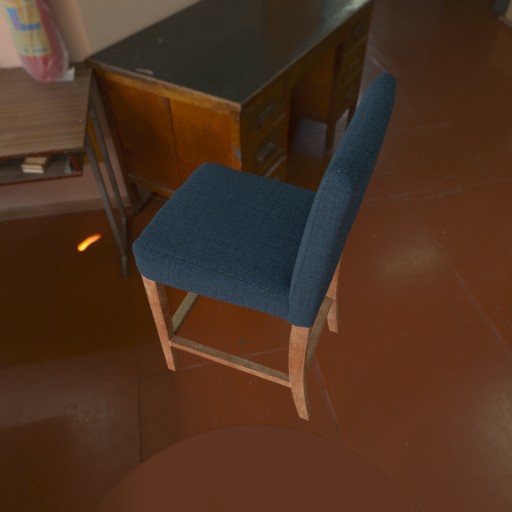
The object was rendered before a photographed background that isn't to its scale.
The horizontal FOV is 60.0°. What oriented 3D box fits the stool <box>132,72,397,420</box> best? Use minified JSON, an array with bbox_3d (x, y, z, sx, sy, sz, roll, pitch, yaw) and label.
[{"bbox_3d":[0.000,0.000,1.336,0.567,1.039,0.454,17,50,15],"label":"stool"}]
